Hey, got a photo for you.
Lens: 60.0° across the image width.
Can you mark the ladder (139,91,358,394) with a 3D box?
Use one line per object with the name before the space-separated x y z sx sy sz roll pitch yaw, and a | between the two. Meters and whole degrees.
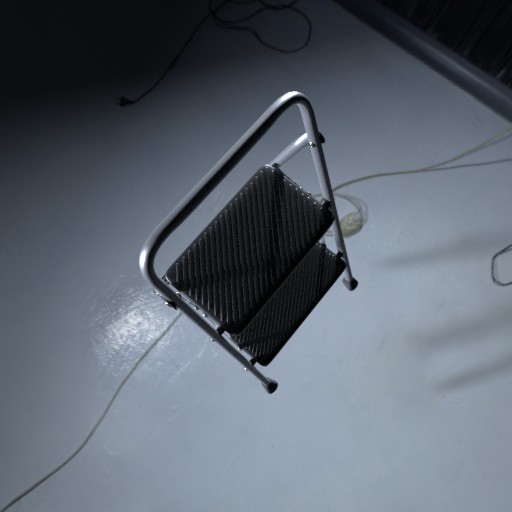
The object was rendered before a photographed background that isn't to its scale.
ladder | 0.000 0.000 1.007 0.472 0.720 0.430 39 78 10
